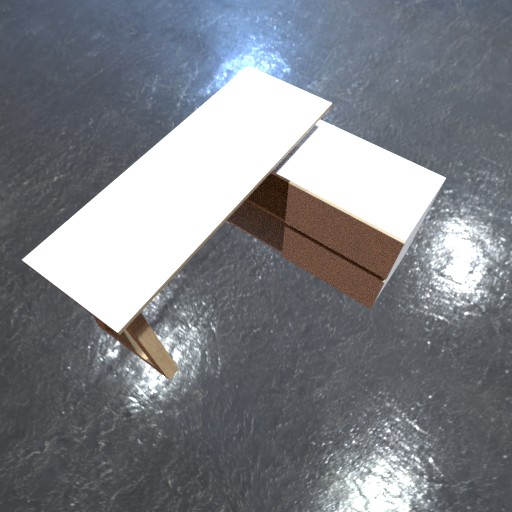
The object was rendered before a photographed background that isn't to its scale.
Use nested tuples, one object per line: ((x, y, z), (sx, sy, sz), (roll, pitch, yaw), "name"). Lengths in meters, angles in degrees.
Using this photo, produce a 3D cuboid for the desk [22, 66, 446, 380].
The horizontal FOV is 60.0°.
((0.000, 0.000, 2.070), (1.098, 0.755, 1.404), (31, 63, 18), "desk")
